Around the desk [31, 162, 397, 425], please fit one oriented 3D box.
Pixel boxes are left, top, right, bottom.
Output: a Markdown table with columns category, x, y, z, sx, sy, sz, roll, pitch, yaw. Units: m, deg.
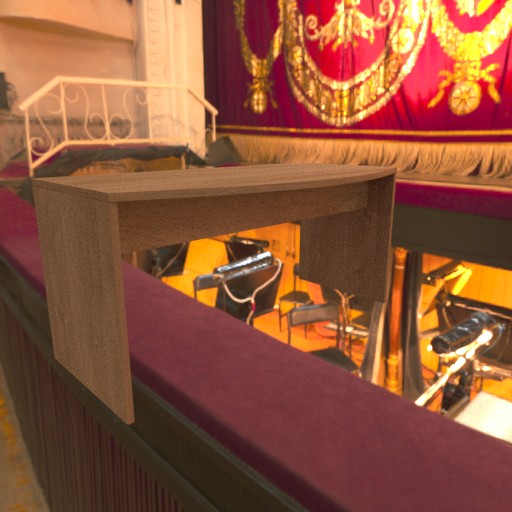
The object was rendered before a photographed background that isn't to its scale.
| category | x | y | z | sx | sy | sz | roll | pitch | yaw |
| --- | --- | --- | --- | --- | --- | --- | --- | --- | --- |
| desk | 0.000 | 0.000 | 2.038 | 1.600 | 0.752 | 0.802 | -14 | 20 | -42 |
